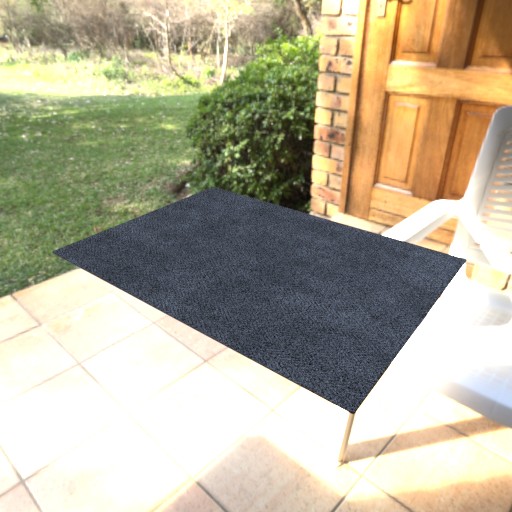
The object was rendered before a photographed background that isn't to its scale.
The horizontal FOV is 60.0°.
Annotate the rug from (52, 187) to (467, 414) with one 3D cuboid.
[{"bbox_3d":[0.000,0.000,2.930,2.235,0.008,1.600,21,35,32],"label":"rug"}]
